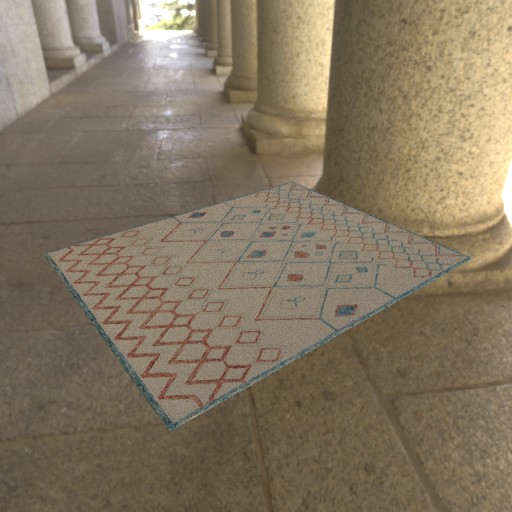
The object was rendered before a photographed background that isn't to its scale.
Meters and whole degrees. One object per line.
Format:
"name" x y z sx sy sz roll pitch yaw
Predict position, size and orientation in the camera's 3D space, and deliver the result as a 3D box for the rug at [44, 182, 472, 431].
"rug" 0.000 0.000 4.030 3.050 0.016 2.441 -21 36 -32
